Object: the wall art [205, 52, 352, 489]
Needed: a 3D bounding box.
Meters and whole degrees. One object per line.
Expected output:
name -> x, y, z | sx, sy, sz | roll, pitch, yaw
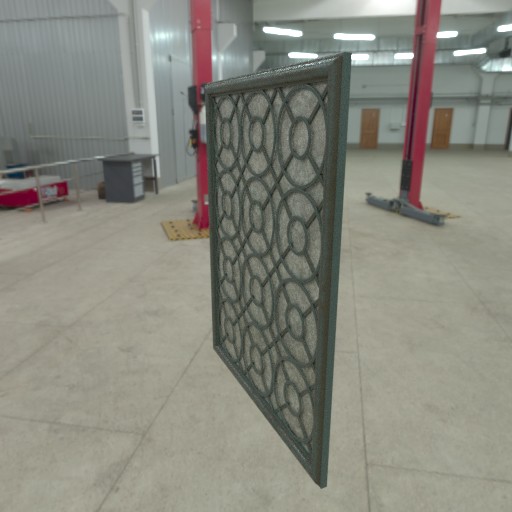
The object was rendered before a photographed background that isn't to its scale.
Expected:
wall art -> 0.000, 0.000, 1.278 | 0.030, 0.983, 0.767 | -8, 19, -24
